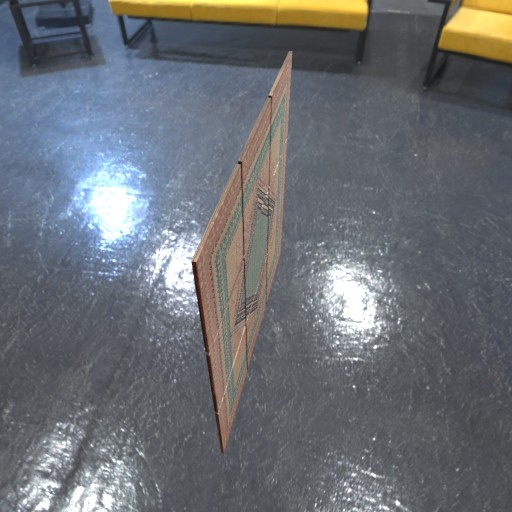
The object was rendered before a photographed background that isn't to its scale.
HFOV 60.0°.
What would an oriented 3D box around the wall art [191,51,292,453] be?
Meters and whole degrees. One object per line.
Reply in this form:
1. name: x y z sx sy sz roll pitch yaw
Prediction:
1. wall art: 0.000 0.000 1.865 0.013 1.213 1.215 10 48 9
